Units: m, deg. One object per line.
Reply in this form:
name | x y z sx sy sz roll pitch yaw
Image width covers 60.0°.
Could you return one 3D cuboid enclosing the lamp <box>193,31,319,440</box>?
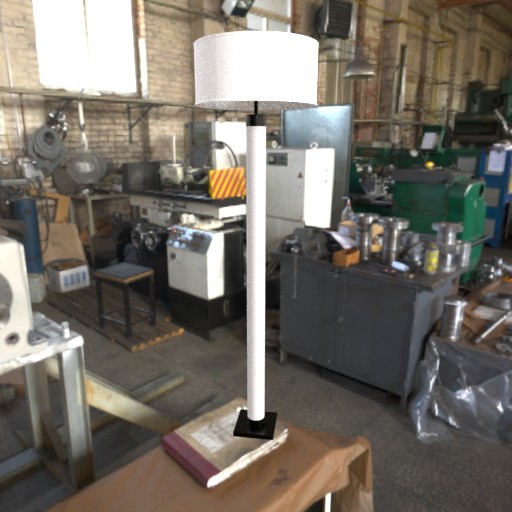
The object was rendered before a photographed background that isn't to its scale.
lamp | 0.000 0.000 1.671 0.420 1.475 0.420 2 15 8
